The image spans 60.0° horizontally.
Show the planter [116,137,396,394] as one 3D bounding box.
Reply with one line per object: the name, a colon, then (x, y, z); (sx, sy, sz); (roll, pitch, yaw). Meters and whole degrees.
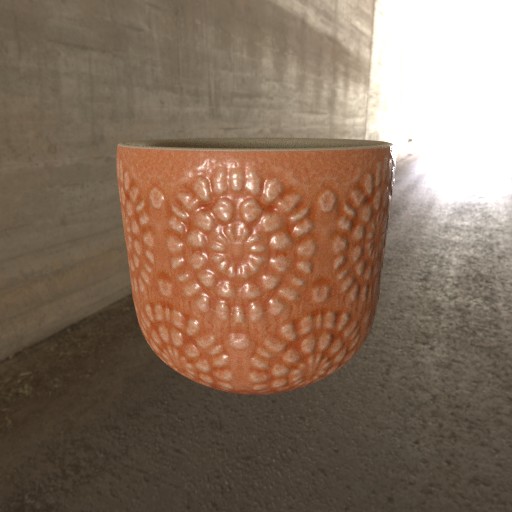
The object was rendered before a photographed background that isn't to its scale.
planter: (0.000, 0.000, 0.219); (0.124, 0.109, 0.124); (0, 17, 0)
